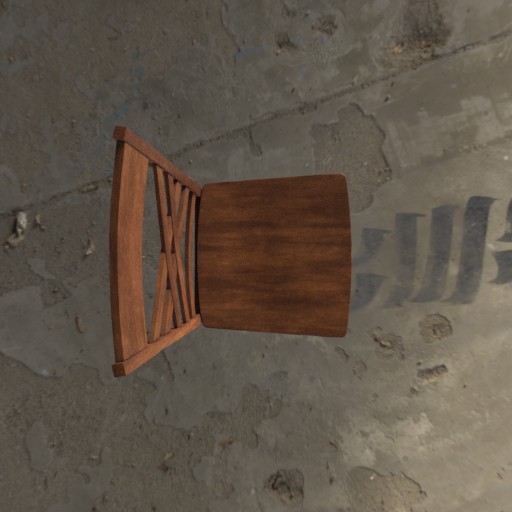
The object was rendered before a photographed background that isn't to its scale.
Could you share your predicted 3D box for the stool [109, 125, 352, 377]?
[{"bbox_3d":[0.000,0.000,1.344,0.539,1.079,0.462,0,89,0],"label":"stool"}]
